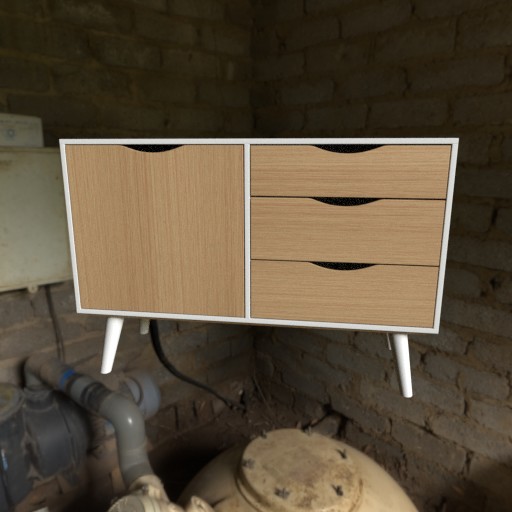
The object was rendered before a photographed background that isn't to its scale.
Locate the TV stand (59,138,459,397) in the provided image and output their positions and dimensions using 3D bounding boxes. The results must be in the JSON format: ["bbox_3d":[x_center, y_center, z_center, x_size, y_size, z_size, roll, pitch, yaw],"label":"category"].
[{"bbox_3d":[0.000,0.000,1.601,1.193,0.812,0.406,2,14,8],"label":"TV stand"}]
